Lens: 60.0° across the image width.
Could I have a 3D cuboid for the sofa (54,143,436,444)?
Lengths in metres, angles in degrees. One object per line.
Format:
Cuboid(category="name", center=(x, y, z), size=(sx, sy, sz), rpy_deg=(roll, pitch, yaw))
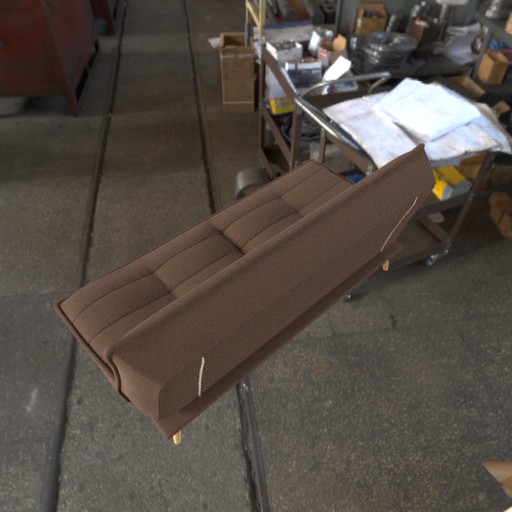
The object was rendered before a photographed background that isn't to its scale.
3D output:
Cuboid(category="sofa", center=(0.000, 0.000, 2.421), size=(1.940, 0.890, 0.950), rpy_deg=(-33, 55, -28))
